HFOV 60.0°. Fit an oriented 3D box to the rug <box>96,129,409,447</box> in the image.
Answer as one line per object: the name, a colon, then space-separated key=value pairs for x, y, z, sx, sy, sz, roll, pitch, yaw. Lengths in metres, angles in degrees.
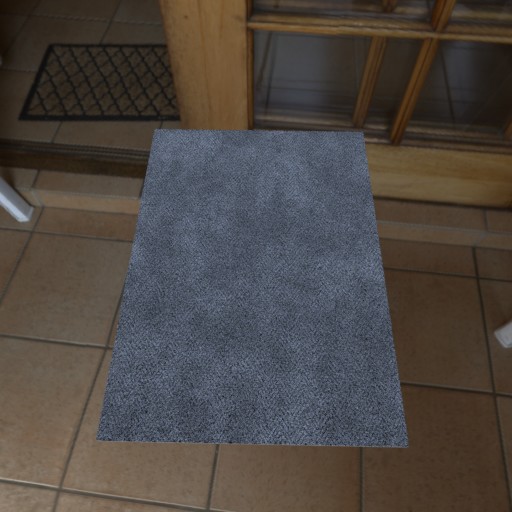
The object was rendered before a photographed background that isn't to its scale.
rug: x=0.000 y=0.000 z=2.833 sx=1.600 sy=0.008 sz=2.235 roll=1 pitch=59 yaw=1
